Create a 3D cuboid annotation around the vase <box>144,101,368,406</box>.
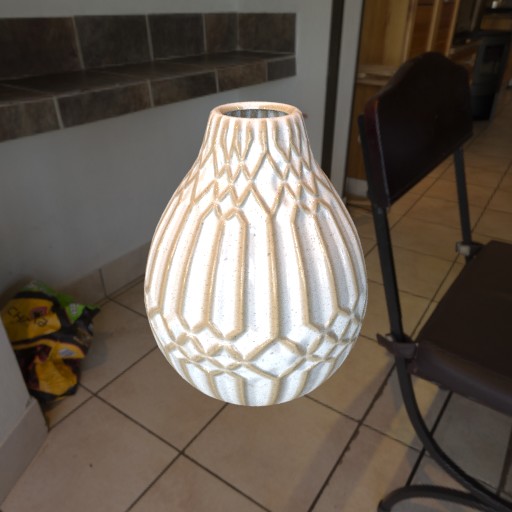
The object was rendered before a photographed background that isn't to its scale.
[{"bbox_3d":[0.000,0.000,0.312,0.159,0.200,0.159,0,29,0],"label":"vase"}]
